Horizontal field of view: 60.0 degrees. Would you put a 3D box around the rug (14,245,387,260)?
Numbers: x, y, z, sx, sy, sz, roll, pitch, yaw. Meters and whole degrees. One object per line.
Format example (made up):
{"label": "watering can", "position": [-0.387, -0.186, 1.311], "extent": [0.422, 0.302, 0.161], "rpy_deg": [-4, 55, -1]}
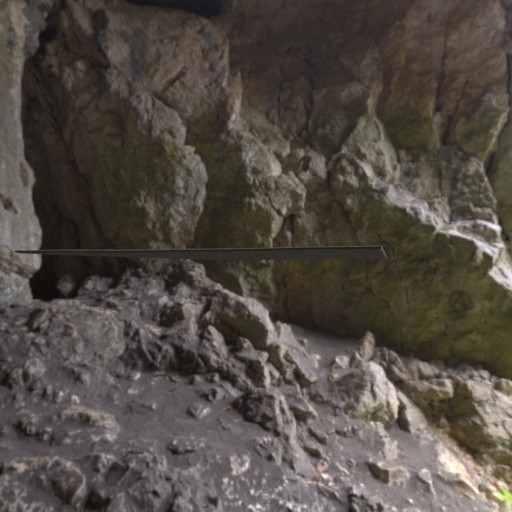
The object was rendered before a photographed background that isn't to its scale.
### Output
{"label": "rug", "position": [0.000, 0.000, 2.861], "extent": [1.606, 0.017, 2.270], "rpy_deg": [0, -1, 17]}
